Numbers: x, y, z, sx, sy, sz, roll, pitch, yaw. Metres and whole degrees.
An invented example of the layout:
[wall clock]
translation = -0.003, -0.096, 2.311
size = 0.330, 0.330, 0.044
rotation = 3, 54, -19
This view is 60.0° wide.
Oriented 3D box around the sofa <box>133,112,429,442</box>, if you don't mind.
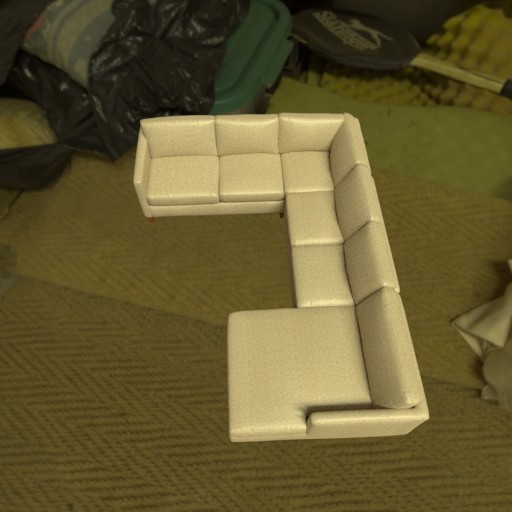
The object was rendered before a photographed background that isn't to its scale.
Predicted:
[sofa]
translation = 0.000, 0.000, 4.514
size = 2.594, 0.961, 3.460
rotation = -2, 58, -1
